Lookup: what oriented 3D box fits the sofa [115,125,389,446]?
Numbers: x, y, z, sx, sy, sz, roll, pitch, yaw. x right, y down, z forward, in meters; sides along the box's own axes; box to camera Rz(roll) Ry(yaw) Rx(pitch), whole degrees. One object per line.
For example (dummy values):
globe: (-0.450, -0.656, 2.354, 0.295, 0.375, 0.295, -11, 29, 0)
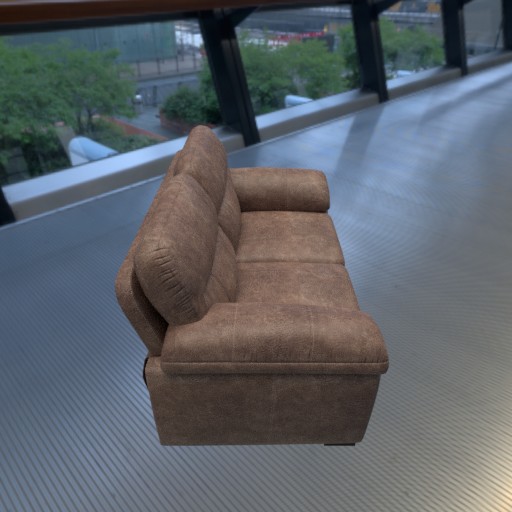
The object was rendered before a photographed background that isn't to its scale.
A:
sofa: (0.000, 0.000, 2.335, 0.991, 0.991, 1.753, 0, 32, 0)
